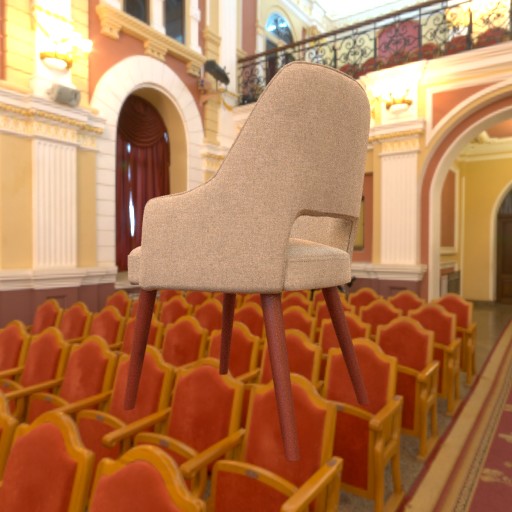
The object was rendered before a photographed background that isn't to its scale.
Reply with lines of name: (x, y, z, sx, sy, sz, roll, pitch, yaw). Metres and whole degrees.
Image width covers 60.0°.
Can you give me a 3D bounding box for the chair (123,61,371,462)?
chair: (0.000, 0.000, 1.234, 0.605, 0.849, 0.548, 1, 1, 35)
